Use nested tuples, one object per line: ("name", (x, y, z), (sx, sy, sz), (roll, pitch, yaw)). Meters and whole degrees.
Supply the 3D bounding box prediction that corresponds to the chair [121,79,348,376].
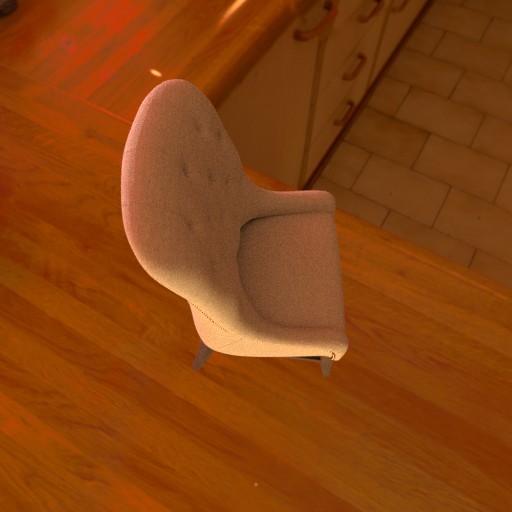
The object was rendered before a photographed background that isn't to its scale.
("chair", (0.000, 0.000, 1.512), (0.629, 1.091, 0.634), (0, 63, 0))
